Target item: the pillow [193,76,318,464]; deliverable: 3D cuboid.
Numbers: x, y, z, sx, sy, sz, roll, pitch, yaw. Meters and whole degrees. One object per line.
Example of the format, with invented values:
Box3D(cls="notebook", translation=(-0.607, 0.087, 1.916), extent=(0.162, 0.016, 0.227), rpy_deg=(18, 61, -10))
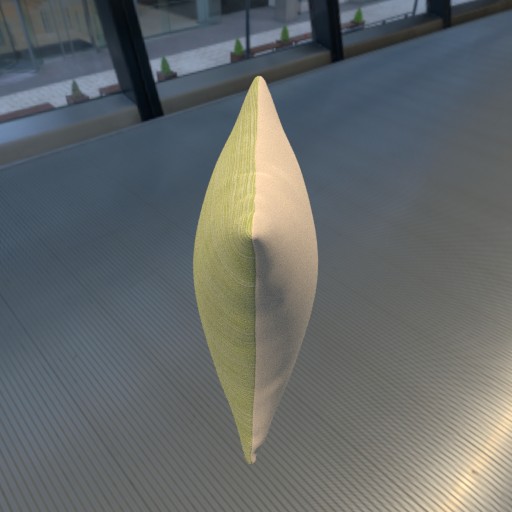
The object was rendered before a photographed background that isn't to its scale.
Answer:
Box3D(cls="pillow", translation=(0.000, 0.000, 0.829), extent=(0.229, 0.487, 0.560), rpy_deg=(1, 40, 1))
